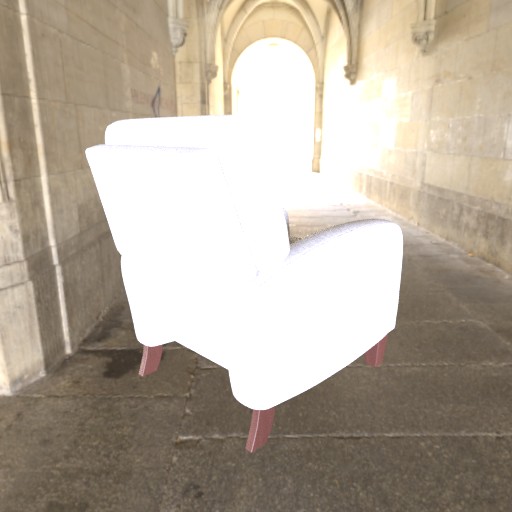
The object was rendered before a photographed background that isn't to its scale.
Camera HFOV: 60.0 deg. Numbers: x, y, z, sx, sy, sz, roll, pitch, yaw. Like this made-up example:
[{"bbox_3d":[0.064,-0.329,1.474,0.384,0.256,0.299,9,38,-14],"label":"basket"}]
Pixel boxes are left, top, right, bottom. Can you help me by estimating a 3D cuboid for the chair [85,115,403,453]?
[{"bbox_3d":[0.000,0.000,1.683,0.762,0.990,0.990,15,21,43],"label":"chair"}]
